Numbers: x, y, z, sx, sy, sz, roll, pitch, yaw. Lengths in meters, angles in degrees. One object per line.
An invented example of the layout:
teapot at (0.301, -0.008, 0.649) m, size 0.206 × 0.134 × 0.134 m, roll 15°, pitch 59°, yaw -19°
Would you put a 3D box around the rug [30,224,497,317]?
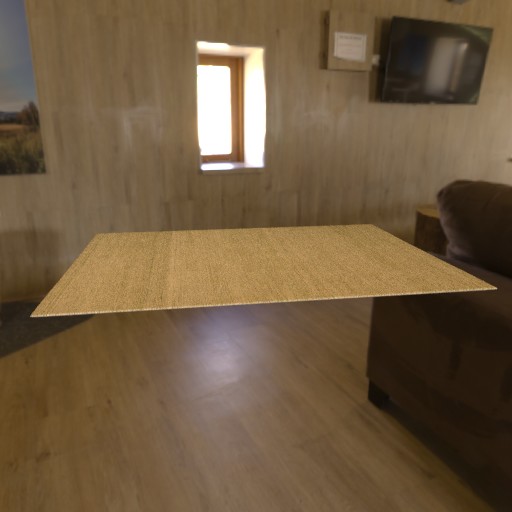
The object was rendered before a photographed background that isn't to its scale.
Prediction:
rug at (0.000, 0.000, 4.987) m, size 3.935 × 0.025 × 2.782 m, roll -3°, pitch 16°, yaw -9°
